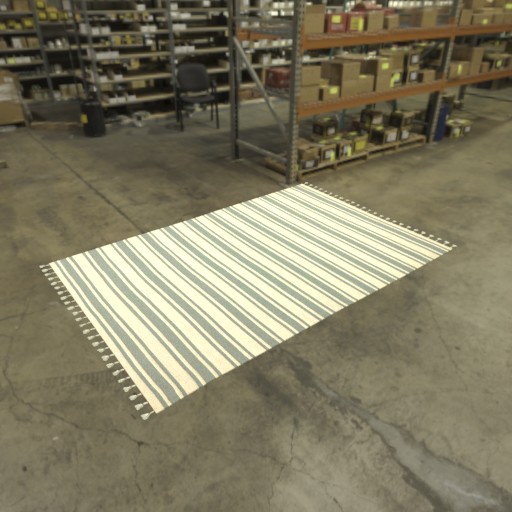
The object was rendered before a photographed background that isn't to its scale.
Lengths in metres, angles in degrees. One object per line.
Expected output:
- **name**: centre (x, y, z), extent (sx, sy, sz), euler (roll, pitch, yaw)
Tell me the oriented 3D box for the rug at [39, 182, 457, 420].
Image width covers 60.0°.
- **rug**: centre (0.000, 0.000, 3.010), extent (2.410, 0.011, 1.539), euler (-22, 37, -32)
